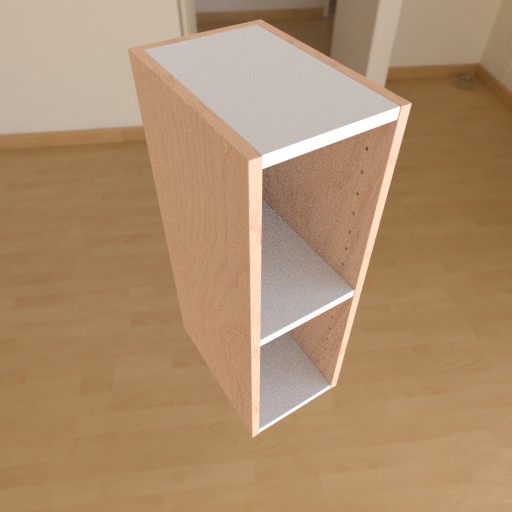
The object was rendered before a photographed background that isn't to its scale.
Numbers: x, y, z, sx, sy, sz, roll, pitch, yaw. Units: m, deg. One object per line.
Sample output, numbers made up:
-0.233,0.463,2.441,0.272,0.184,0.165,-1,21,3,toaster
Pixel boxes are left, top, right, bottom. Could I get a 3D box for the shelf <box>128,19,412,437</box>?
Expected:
0.000,0.000,0.720,0.200,0.600,0.290,-24,51,-22,shelf
